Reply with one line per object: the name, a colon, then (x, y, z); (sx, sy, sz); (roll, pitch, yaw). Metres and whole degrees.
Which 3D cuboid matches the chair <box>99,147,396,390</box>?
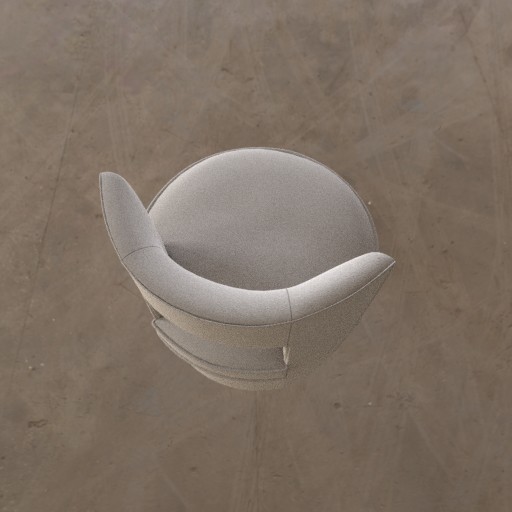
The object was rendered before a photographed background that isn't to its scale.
chair: (0.000, 0.000, 1.212); (0.650, 0.723, 0.665); (17, 65, 9)
